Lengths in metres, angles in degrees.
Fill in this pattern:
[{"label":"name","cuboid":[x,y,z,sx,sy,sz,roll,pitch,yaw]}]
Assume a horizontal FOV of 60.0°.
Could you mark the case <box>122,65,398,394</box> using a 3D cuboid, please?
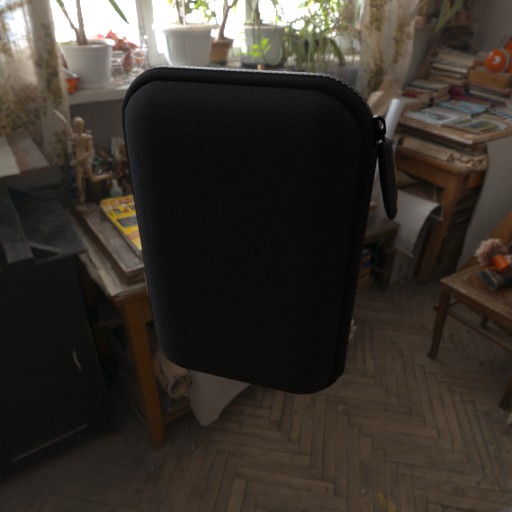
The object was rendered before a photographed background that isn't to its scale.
[{"label":"case","cuboid":[0.000,0.000,0.188,0.107,0.147,0.030,9,33,14]}]
